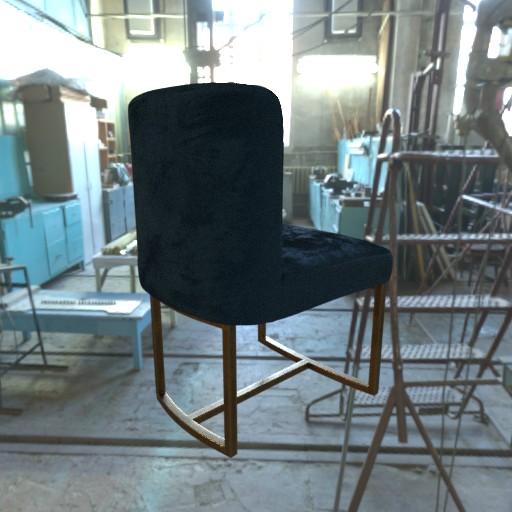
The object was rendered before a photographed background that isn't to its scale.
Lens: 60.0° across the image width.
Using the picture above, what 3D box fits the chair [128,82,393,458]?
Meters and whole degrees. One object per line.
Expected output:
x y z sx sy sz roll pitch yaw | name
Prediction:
0.000 0.000 1.199 0.560 0.824 0.530 -13 19 -41 | chair
